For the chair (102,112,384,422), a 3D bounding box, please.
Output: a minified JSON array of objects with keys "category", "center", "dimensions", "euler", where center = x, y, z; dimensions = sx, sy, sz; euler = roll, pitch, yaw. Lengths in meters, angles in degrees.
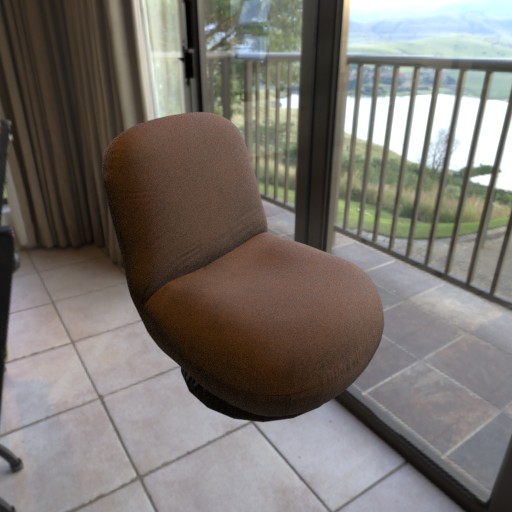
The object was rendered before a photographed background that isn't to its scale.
[{"category":"chair","center":[0.000,0.000,1.036],"dimensions":[0.597,0.594,0.521],"euler":[19,32,33]}]
